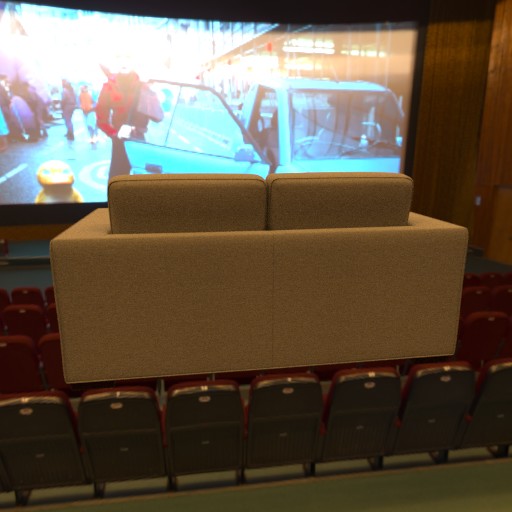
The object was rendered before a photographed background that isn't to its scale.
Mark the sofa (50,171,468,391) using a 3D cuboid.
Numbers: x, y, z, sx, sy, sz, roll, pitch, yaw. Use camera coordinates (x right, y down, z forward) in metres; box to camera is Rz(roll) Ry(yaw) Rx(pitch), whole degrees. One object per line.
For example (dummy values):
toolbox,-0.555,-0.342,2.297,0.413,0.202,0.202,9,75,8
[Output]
sofa,0.000,0.000,2.414,1.812,0.924,1.007,-2,14,-8
